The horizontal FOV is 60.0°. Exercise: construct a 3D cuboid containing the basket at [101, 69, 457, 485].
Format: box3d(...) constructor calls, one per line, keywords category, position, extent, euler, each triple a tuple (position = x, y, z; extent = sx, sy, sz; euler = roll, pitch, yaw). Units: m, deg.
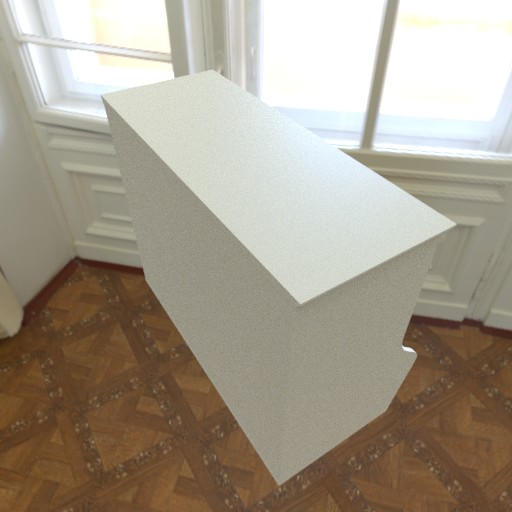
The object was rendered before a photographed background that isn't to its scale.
box3d(category="basket", position=(0.000, 0.000, 1.102), extent=(0.376, 0.625, 0.792), euler=(-24, 47, -24))
